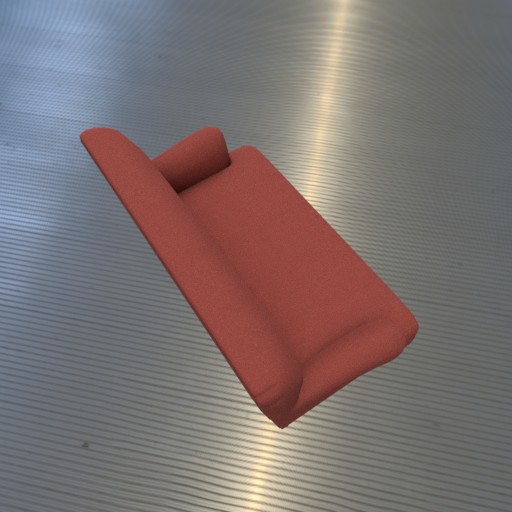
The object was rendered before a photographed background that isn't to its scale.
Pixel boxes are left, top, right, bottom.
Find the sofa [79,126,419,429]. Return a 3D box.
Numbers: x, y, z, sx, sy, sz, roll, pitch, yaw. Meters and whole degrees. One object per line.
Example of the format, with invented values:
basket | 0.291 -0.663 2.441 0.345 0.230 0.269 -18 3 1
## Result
sofa | 0.000 0.000 1.821 0.779 0.889 1.297 -30 63 -17
